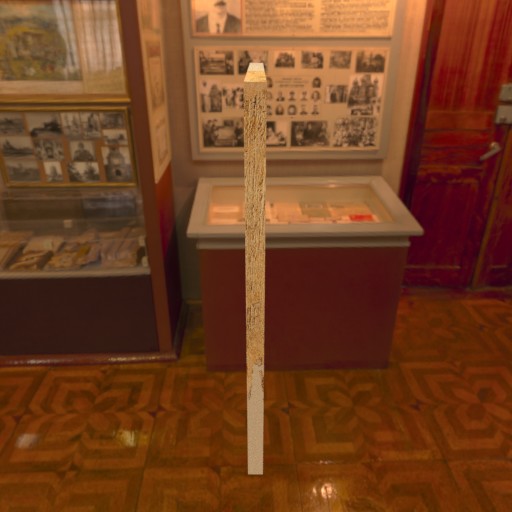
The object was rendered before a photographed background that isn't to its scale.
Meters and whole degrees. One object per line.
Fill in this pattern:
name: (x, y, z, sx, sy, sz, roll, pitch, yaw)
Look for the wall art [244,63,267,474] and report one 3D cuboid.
wall art: (0.000, 0.000, 1.174, 0.039, 0.911, 0.607, 0, 26, 0)
